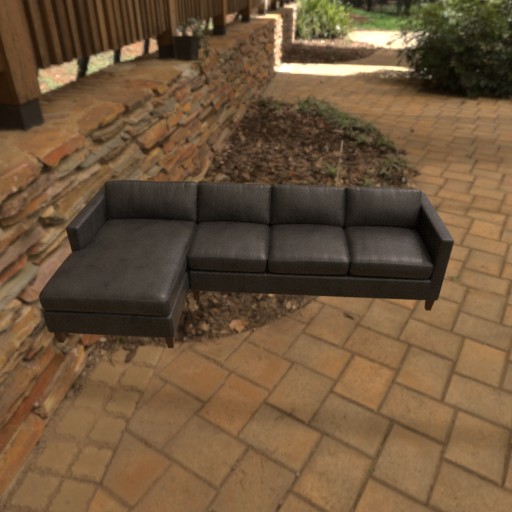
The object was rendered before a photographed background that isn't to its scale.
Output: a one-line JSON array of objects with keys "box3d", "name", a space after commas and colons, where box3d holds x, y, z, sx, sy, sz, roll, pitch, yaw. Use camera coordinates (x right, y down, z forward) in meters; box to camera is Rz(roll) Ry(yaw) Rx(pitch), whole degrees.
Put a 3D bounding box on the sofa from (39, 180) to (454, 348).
[{"box3d": [0.000, 0.000, 3.898, 3.203, 0.883, 1.581, 2, 32, 3], "name": "sofa"}]
